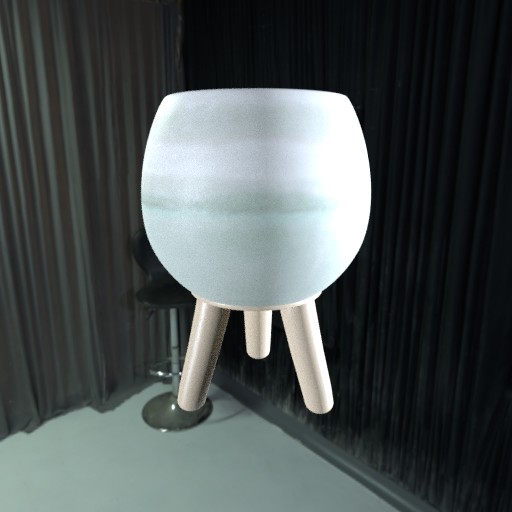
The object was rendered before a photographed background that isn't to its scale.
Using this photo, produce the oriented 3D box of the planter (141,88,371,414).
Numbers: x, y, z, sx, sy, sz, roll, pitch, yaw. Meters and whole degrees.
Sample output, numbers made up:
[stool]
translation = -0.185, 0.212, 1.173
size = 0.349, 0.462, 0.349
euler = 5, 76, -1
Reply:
[planter]
translation = 0.000, 0.000, 0.333
size = 0.161, 0.224, 0.161
euler = 0, 15, 0
